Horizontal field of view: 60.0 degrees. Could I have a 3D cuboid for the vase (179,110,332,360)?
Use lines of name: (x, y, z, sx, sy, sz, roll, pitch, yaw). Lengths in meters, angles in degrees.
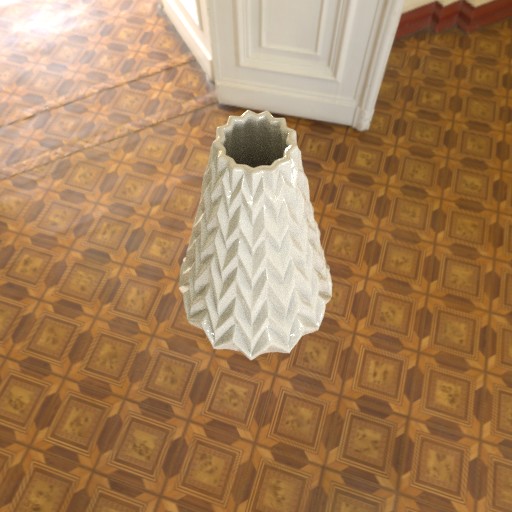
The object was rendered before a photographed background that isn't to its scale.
vase: (0.000, 0.000, 0.432, 0.167, 0.328, 0.167, 0, 62, 0)
